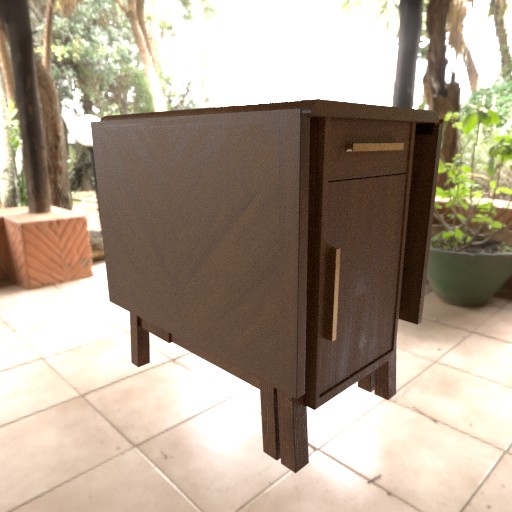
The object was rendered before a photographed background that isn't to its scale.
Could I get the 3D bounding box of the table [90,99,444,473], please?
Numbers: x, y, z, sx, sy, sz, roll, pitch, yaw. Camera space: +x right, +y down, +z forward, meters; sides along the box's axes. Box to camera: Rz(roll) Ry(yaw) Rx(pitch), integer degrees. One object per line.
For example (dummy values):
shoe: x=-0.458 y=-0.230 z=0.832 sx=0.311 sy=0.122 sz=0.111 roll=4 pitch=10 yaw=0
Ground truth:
table: x=0.000 y=0.000 z=1.602 sx=0.701 sy=0.981 sz=0.967 roll=-14 pitch=20 yaw=-43
